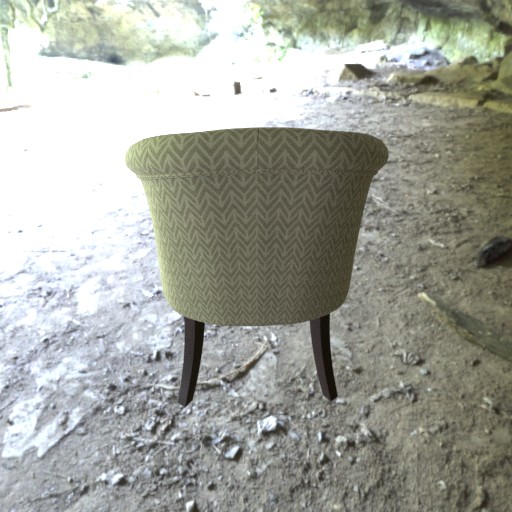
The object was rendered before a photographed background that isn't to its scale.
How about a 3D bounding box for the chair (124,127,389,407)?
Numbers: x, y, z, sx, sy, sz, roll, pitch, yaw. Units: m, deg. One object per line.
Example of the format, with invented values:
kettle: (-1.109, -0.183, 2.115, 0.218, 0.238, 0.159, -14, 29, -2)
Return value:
chair: (0.000, 0.000, 1.309, 0.686, 0.858, 0.613, -1, 29, -3)
